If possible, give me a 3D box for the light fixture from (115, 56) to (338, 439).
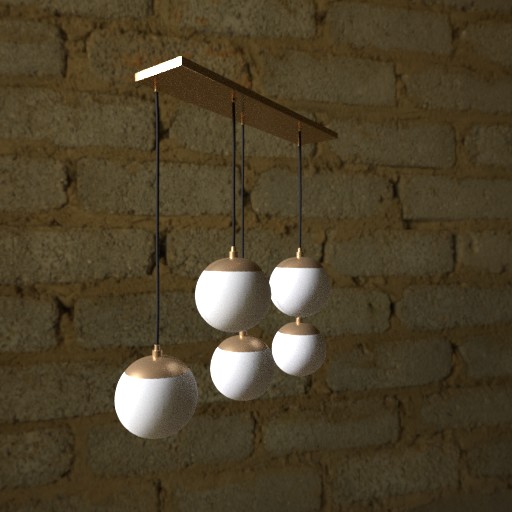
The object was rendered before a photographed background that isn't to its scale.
[{"bbox_3d":[0.000,0.000,1.311,0.299,0.869,0.863,0,0,36],"label":"light fixture"}]
